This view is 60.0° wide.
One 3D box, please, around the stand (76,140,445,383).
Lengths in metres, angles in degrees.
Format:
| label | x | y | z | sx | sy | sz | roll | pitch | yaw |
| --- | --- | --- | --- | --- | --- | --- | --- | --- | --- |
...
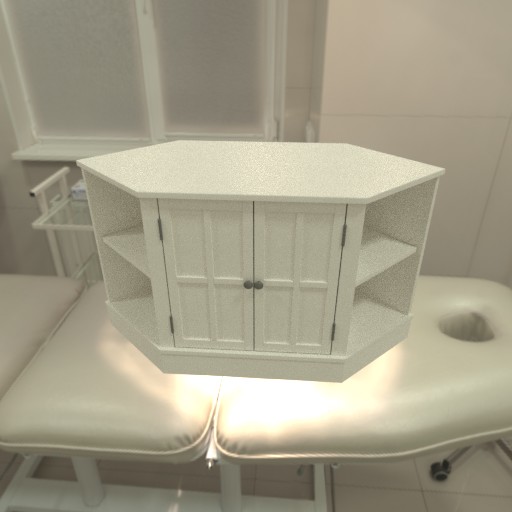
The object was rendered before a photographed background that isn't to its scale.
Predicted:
| label | x | y | z | sx | sy | sz | roll | pitch | yaw |
| --- | --- | --- | --- | --- | --- | --- | --- | --- | --- |
| stand | 0.000 | 0.000 | 1.436 | 1.072 | 0.614 | 0.477 | 2 | 30 | 4 |
